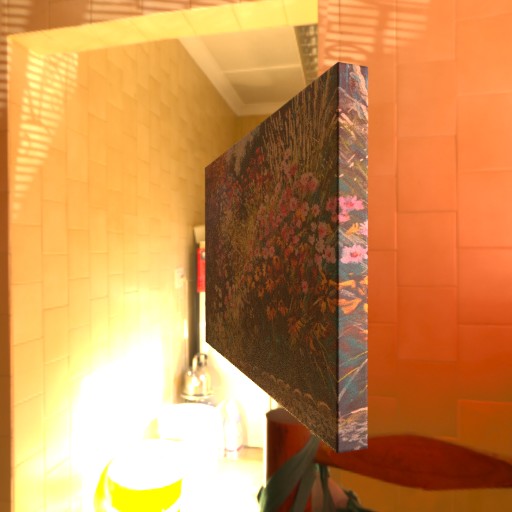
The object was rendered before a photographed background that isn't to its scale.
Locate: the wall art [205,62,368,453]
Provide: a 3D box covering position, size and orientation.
[{"bbox_3d":[0.000,0.000,0.753,0.037,0.406,0.610,0,0,-20],"label":"wall art"}]
